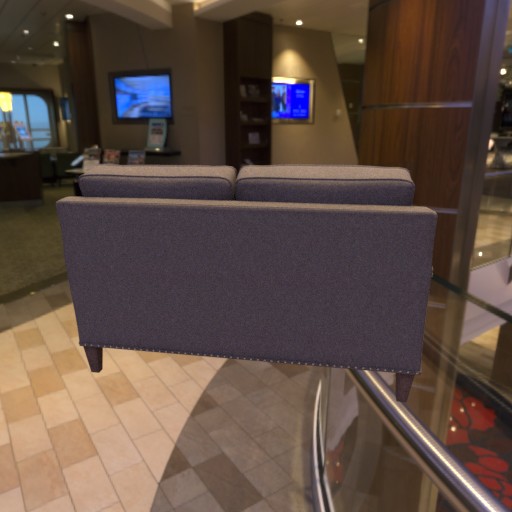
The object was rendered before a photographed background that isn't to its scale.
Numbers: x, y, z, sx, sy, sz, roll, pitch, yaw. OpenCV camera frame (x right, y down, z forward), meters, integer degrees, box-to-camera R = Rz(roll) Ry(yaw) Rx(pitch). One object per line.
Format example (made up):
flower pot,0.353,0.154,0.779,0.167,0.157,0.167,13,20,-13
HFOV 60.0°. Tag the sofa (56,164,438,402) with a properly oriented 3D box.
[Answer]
sofa,0.000,0.000,2.303,1.597,1.003,1.084,3,17,9
